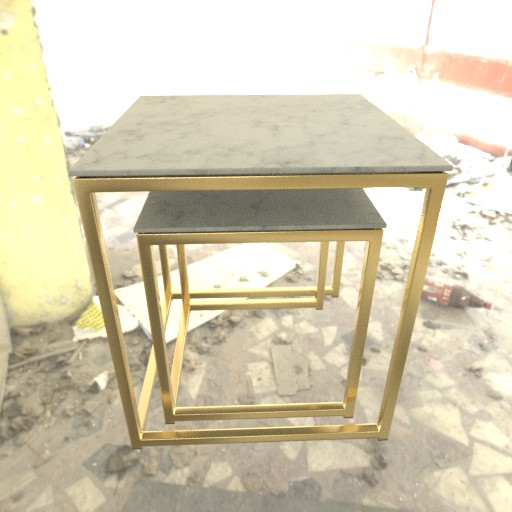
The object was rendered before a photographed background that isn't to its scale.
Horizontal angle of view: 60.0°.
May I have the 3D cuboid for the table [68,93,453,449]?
[{"bbox_3d":[0.000,0.000,0.835,0.450,0.500,0.450,-1,30,-2],"label":"table"}]
